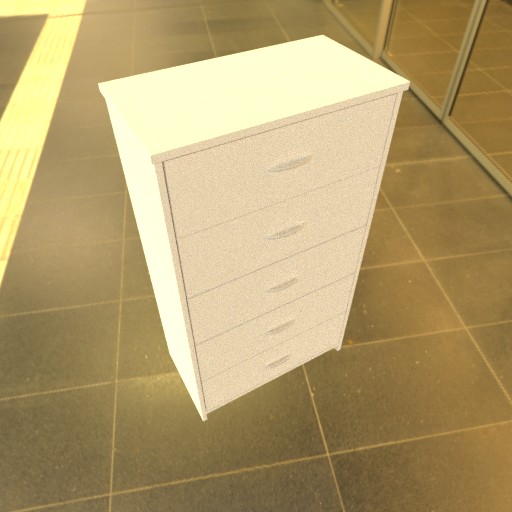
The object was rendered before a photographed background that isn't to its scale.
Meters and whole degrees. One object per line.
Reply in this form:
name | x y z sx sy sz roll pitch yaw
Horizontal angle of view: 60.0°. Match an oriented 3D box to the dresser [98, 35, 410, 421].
dresser | 0.000 0.000 1.580 0.704 1.255 0.399 -22 49 -20
